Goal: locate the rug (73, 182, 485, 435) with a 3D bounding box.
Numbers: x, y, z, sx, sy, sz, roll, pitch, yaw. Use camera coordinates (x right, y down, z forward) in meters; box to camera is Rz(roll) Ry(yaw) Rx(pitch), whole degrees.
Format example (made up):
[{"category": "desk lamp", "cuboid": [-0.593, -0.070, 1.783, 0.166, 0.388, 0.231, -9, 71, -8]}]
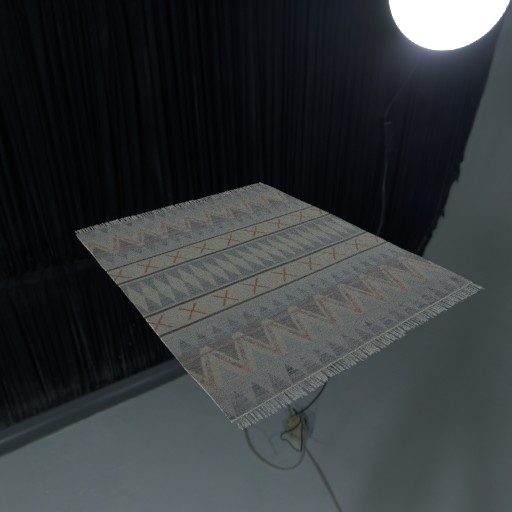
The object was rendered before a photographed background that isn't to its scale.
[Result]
[{"category": "rug", "cuboid": [0.000, 0.000, 3.969, 2.371, 0.012, 3.000, -20, 35, -31]}]
